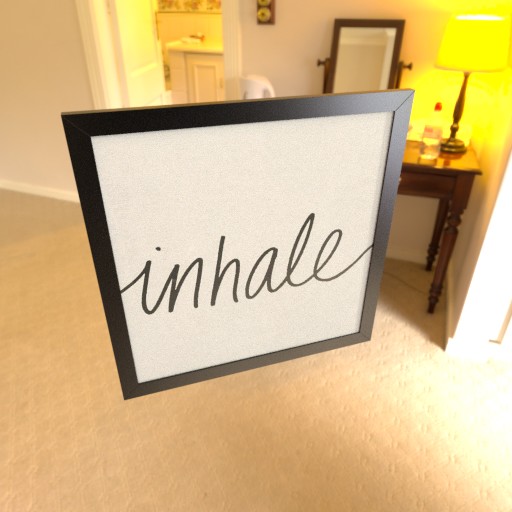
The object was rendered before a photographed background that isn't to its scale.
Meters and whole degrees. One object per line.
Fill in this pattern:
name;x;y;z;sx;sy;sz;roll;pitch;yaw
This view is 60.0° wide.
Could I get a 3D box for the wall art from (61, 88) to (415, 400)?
wall art;0.000;0.000;0.655;0.446;0.445;0.014;-10;33;-16
